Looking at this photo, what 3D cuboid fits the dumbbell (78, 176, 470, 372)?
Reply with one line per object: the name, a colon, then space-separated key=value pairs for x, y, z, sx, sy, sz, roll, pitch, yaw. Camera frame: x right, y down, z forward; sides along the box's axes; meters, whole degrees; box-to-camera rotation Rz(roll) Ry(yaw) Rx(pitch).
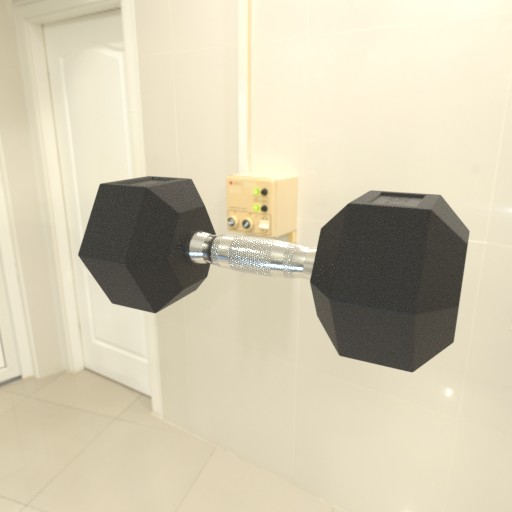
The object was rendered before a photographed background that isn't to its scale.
dumbbell: x=0.000 y=0.000 z=0.371 sx=0.315 sy=0.113 sz=0.129 roll=8 pitch=19 yaw=25
